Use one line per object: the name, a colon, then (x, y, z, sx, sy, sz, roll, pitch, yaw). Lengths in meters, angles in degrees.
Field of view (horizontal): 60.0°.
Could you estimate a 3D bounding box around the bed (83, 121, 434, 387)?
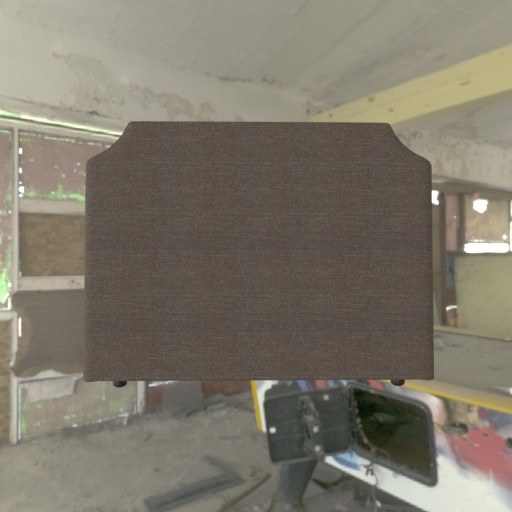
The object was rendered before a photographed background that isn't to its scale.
bed: (0.000, 0.000, 3.174, 1.693, 1.290, 2.116, 0, 0, -1)
